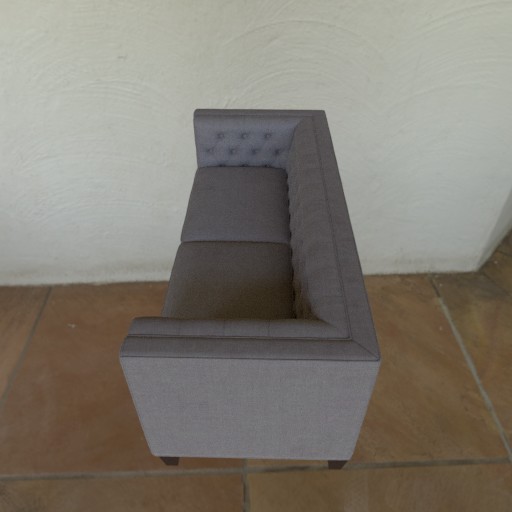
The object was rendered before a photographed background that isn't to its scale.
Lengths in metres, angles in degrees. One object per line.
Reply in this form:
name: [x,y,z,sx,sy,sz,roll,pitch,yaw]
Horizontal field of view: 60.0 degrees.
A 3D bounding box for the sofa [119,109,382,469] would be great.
sofa: [0.000,0.000,2.190,0.775,0.762,1.778,1,41,1]
